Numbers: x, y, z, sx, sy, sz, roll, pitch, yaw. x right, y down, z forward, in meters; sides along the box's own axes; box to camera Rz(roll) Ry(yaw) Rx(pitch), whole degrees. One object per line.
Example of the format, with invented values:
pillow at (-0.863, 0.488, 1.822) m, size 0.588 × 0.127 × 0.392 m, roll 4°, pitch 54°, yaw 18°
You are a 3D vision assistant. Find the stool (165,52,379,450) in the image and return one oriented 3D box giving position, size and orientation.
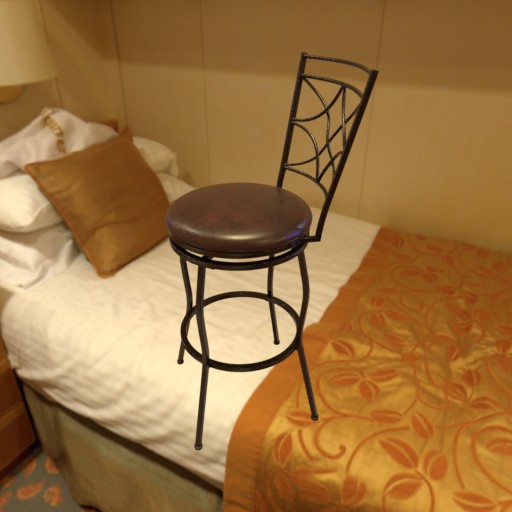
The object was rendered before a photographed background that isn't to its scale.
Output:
stool at (0.000, 0.000, 1.385) m, size 0.534 × 1.117 × 0.434 m, roll -8°, pitch 31°, yaw -14°
